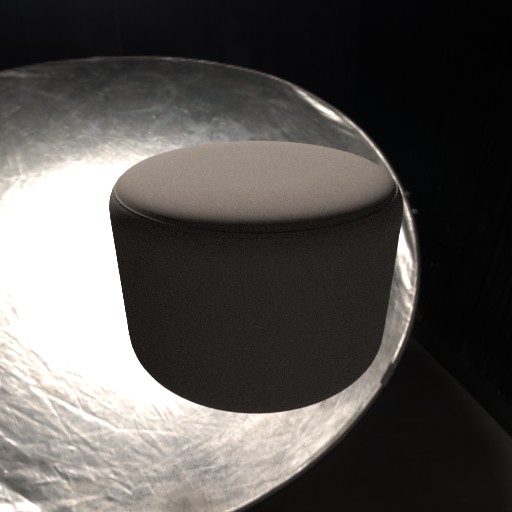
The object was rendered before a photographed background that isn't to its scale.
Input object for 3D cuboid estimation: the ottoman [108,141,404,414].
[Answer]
[{"bbox_3d":[0.000,0.000,1.019,0.608,0.433,0.608,0,27,0],"label":"ottoman"}]
